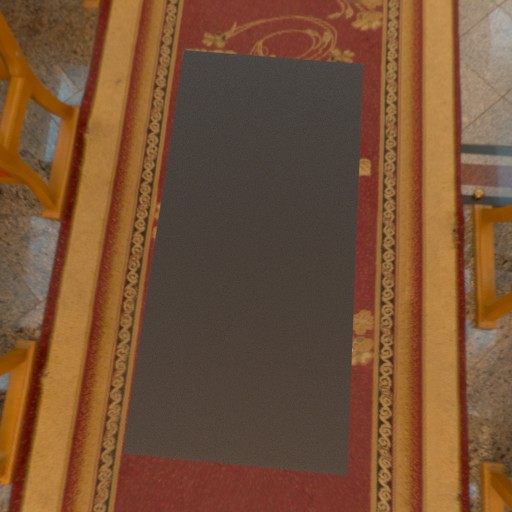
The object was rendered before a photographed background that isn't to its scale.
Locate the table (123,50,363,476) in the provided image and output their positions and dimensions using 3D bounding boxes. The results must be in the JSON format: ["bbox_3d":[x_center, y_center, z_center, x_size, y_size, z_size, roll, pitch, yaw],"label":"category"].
[{"bbox_3d":[0.000,0.000,1.354,0.550,0.400,1.100,5,76,1],"label":"table"}]
